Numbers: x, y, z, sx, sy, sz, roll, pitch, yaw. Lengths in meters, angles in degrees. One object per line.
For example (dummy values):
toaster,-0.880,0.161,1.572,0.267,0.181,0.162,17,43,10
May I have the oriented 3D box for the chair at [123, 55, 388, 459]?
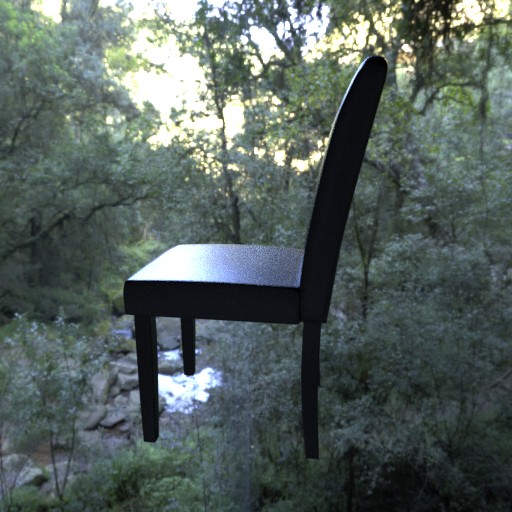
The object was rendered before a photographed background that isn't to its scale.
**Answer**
chair,0.000,0.000,1.145,0.556,0.897,0.399,2,14,8
